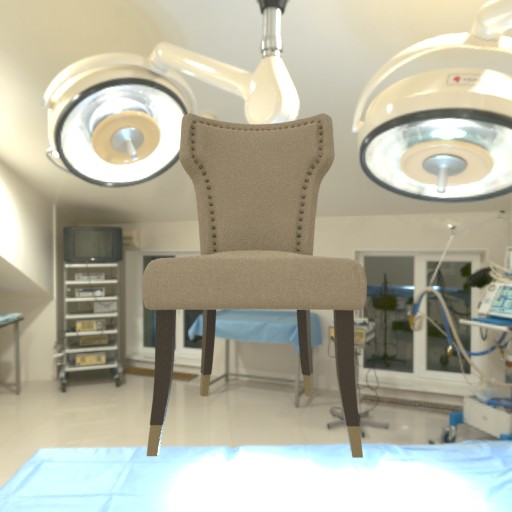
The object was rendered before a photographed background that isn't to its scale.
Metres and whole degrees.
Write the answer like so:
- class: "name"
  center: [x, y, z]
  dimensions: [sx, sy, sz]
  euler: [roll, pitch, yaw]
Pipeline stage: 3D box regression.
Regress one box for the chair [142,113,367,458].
- class: "chair"
  center: [0.000, 0.000, 1.313]
  dimensions: [0.526, 0.955, 0.630]
  euler: [0, 1, 1]
